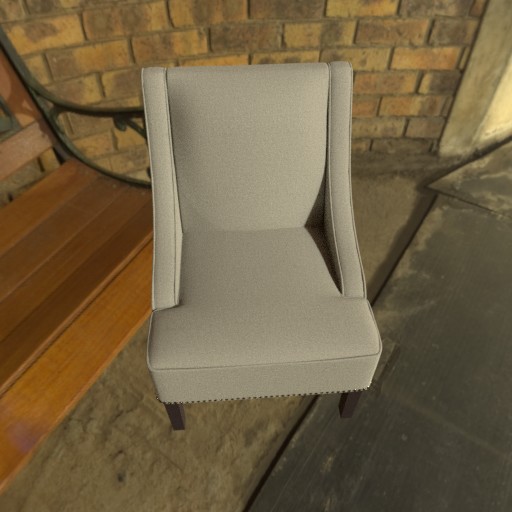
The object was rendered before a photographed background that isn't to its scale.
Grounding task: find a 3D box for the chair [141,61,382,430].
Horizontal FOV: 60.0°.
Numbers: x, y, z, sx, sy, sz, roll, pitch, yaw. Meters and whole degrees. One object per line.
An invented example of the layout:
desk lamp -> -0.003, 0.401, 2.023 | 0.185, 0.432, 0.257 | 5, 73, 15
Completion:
chair -> 0.000, 0.000, 1.336 | 0.610, 0.864, 0.737 | -3, 46, -3
